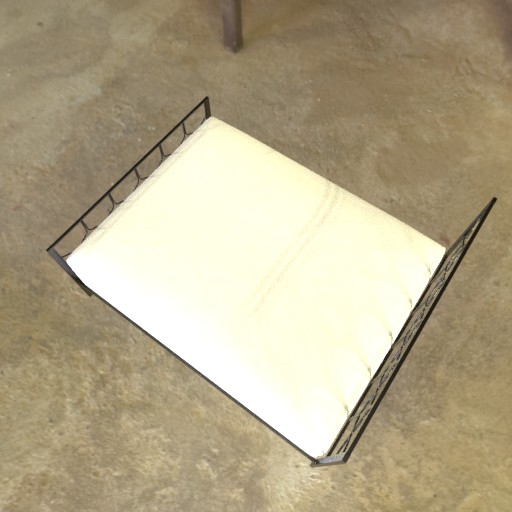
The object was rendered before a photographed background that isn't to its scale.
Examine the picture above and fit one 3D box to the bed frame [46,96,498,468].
[{"bbox_3d":[0.000,0.000,2.917,2.063,1.222,1.597,33,68,15],"label":"bed frame"}]
